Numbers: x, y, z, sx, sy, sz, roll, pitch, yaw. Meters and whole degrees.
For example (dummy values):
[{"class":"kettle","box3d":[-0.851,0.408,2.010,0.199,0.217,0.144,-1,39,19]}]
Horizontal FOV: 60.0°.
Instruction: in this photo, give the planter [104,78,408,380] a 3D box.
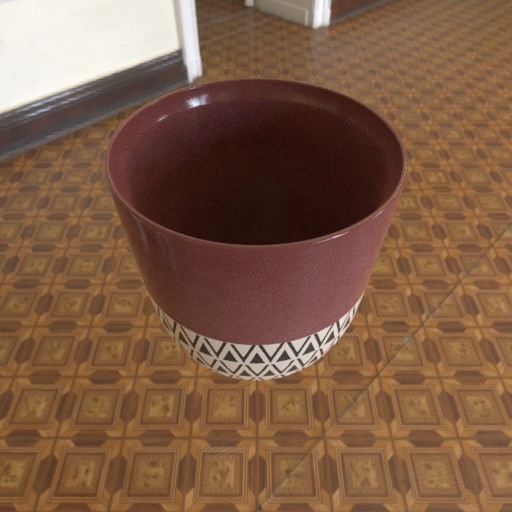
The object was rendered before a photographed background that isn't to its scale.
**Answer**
[{"class":"planter","box3d":[0.000,0.000,0.368,0.195,0.214,0.195,0,46,0]}]
